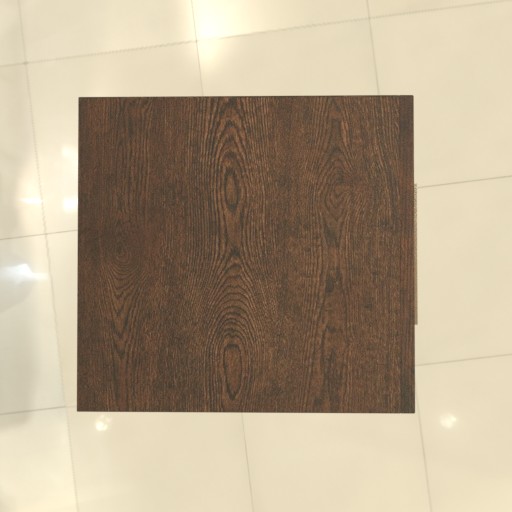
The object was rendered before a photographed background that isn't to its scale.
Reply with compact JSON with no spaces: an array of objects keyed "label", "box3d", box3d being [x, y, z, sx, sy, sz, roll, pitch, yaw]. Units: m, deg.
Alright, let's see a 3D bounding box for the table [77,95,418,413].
[{"label":"table","box3d":[0.000,0.000,0.998,0.566,0.582,0.506,0,89,1]}]
